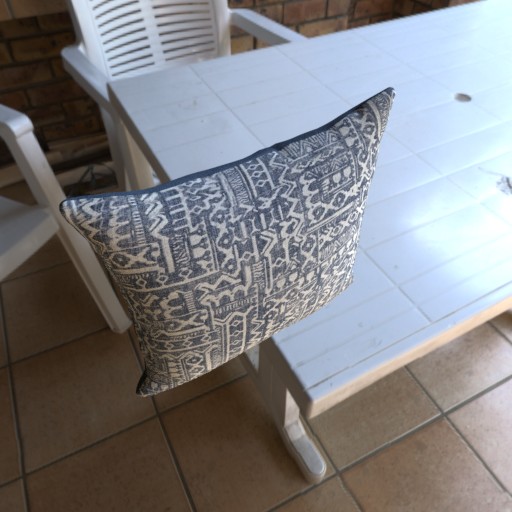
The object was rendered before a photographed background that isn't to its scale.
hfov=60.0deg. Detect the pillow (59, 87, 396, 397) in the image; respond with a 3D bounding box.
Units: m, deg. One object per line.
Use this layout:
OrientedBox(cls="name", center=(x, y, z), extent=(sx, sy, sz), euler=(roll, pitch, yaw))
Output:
OrientedBox(cls="pillow", center=(0.000, 0.000, 0.785), extent=(0.546, 0.487, 0.180), euler=(-25, 51, -22))
